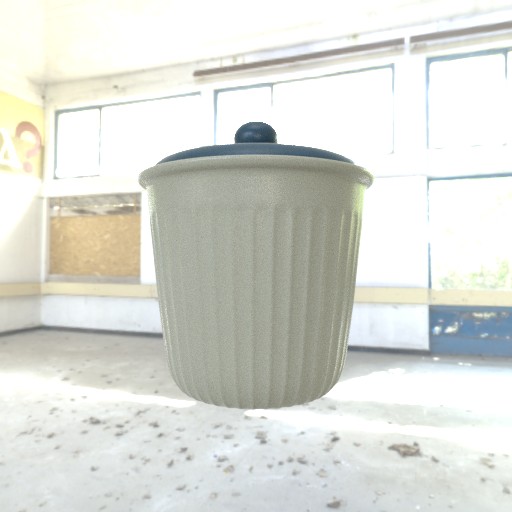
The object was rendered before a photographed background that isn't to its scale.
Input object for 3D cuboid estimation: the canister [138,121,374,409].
[{"bbox_3d":[0.000,0.000,0.350,0.181,0.211,0.181,0,0,0],"label":"canister"}]
